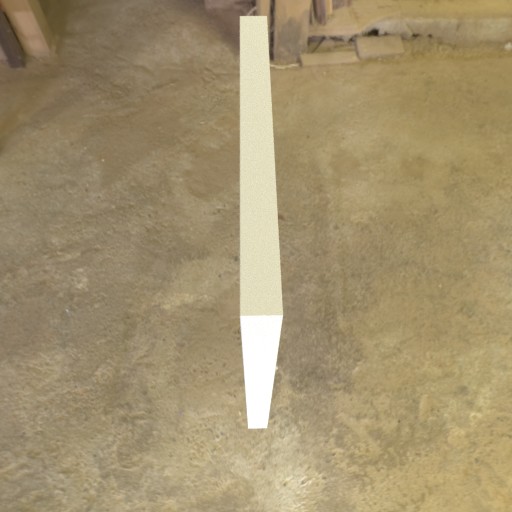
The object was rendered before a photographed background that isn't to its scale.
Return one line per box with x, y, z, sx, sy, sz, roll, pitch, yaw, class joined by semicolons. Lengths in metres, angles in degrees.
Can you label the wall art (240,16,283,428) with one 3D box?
0.000;0.000;0.741;0.039;0.553;0.451;-1;59;-1;wall art
